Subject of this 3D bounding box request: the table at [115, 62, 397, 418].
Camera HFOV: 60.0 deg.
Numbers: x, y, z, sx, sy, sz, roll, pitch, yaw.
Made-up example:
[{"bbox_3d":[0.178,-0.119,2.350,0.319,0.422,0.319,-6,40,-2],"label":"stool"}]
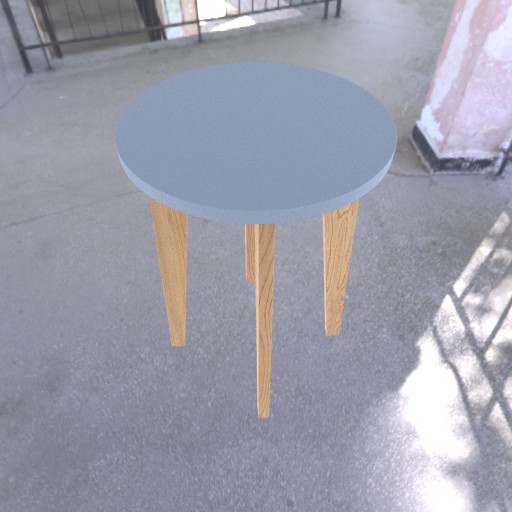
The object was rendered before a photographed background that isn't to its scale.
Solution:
[{"bbox_3d":[0.000,0.000,0.744,0.350,0.500,0.350,0,47,0],"label":"table"}]
